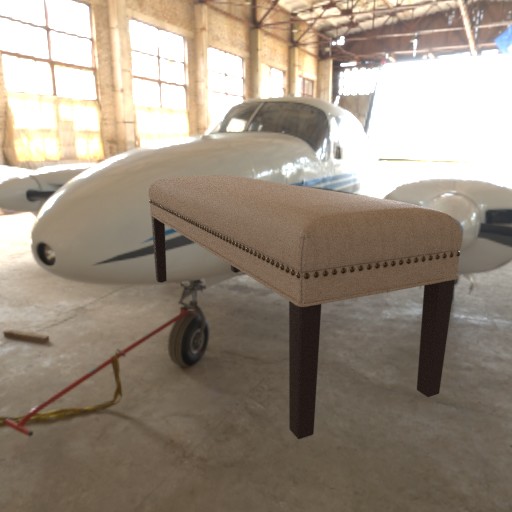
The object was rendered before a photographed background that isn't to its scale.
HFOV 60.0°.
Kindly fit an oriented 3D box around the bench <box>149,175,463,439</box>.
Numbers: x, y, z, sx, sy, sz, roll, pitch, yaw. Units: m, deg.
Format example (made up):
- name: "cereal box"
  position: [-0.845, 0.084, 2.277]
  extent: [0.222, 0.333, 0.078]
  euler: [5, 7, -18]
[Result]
- name: "bench"
  position: [0.000, 0.000, 1.436]
  extent: [0.410, 0.457, 1.219]
  euler: [-7, 16, -25]
